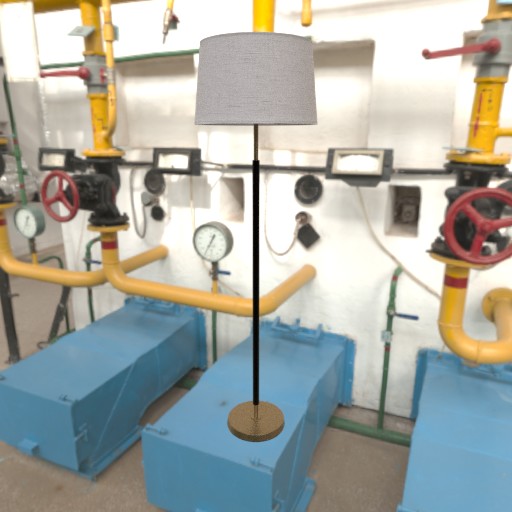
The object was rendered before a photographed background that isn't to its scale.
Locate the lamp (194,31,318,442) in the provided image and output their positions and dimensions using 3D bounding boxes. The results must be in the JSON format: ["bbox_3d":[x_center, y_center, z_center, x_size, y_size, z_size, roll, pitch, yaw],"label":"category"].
[{"bbox_3d":[0.000,0.000,1.651,0.420,1.447,0.420,0,16,0],"label":"lamp"}]
